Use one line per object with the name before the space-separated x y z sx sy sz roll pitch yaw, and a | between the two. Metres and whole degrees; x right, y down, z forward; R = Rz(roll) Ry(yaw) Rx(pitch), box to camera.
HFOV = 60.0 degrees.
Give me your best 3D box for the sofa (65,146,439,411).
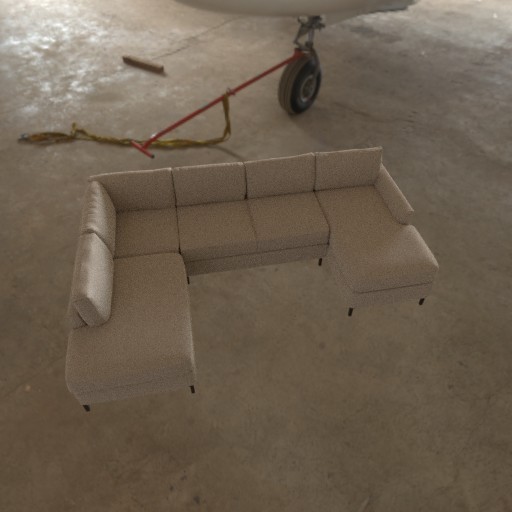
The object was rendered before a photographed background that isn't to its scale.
sofa | 0.000 0.000 3.830 2.984 0.862 1.989 -8 46 -7
